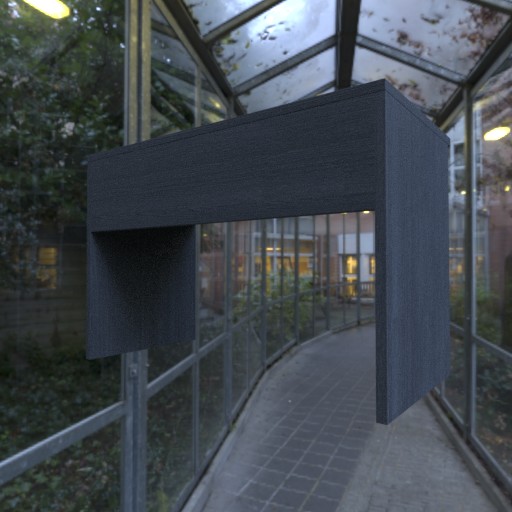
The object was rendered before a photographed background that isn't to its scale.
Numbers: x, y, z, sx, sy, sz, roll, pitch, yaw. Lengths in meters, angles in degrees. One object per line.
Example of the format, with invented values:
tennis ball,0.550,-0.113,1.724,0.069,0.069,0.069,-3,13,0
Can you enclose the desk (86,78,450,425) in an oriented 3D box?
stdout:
desk,0.000,0.000,1.482,1.099,0.729,0.557,-1,-2,37
